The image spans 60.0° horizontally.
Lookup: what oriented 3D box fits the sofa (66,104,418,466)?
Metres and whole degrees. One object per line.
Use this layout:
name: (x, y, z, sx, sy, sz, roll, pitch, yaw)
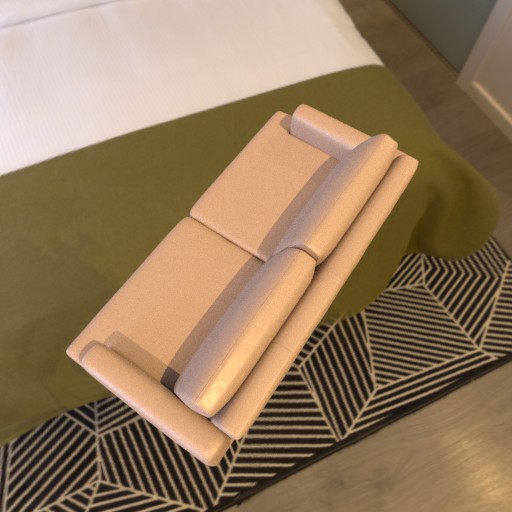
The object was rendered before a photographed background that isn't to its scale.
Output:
sofa: (0.000, 0.000, 2.390, 0.974, 0.765, 1.940, 32, 68, 15)
